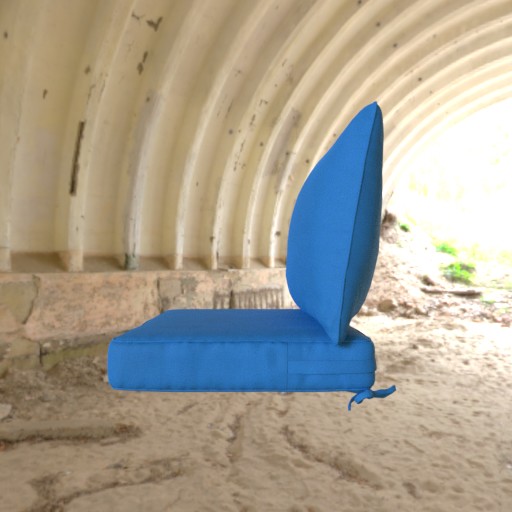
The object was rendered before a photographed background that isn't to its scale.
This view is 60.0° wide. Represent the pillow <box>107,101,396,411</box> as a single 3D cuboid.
[{"bbox_3d":[0.000,0.000,1.404,0.733,0.725,0.798,0,-1,0],"label":"pillow"}]
